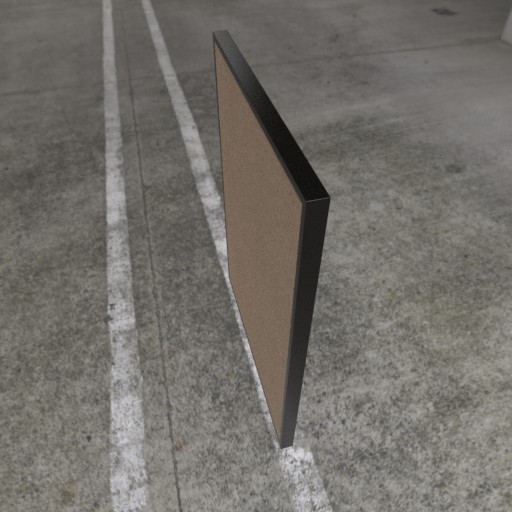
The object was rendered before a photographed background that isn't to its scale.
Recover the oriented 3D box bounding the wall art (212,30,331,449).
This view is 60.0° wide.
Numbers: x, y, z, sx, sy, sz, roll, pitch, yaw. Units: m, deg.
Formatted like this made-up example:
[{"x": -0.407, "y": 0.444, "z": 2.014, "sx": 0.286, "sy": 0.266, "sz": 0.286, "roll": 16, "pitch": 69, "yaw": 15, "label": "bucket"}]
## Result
[{"x": 0.000, "y": 0.000, "z": 1.363, "sx": 0.043, "sy": 1.046, "sz": 0.788, "roll": -11, "pitch": 47, "yaw": -10, "label": "wall art"}]
